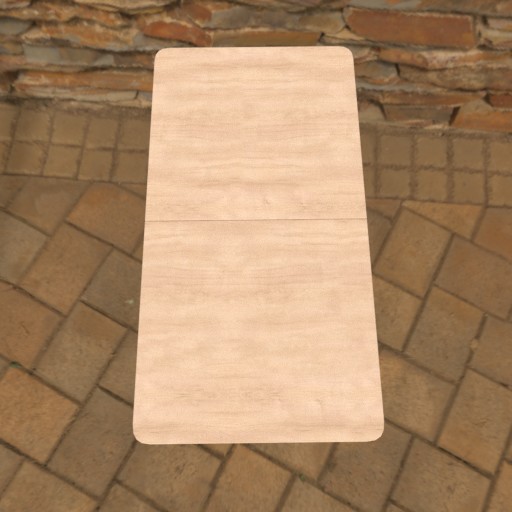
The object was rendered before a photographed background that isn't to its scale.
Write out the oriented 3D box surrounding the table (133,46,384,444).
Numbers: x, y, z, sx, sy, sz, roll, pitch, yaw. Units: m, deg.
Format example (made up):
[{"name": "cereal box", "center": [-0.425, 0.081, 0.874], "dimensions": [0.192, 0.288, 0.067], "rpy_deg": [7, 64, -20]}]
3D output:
[{"name": "table", "center": [0.000, 0.000, 1.930], "dimensions": [0.750, 0.900, 1.400], "rpy_deg": [-1, 74, 0]}]
